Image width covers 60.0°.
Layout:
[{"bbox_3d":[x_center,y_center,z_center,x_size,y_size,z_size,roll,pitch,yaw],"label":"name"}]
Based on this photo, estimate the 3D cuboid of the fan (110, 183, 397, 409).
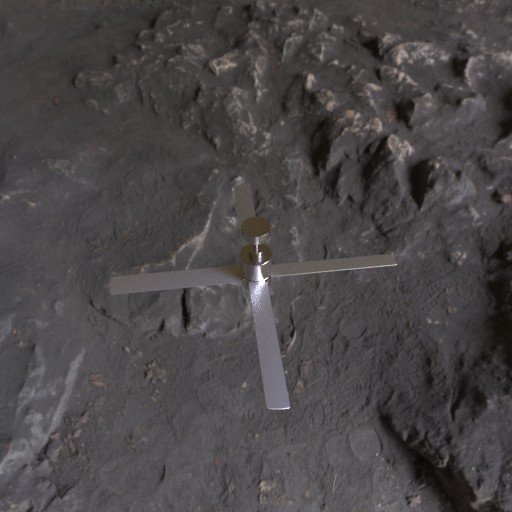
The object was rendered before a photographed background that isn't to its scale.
[{"bbox_3d":[0.000,0.000,1.964,1.322,0.355,1.322,-5,47,-5],"label":"fan"}]
